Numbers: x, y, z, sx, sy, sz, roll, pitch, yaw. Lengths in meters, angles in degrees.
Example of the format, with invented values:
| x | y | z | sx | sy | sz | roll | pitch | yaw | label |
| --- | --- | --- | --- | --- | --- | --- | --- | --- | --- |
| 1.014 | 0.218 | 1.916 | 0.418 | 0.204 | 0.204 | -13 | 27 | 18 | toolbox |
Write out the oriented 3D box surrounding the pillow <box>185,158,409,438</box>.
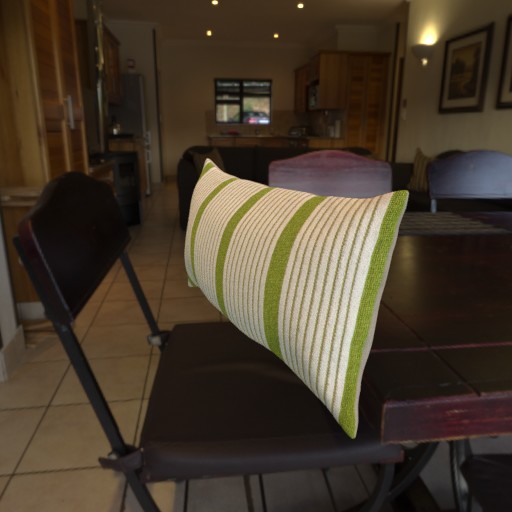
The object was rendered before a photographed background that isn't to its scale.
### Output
| x | y | z | sx | sy | sz | roll | pitch | yaw | label |
| --- | --- | --- | --- | --- | --- | --- | --- | --- | --- |
| 0.000 | 0.000 | 0.751 | 0.156 | 0.292 | 0.608 | -8 | 17 | -25 | pillow |
